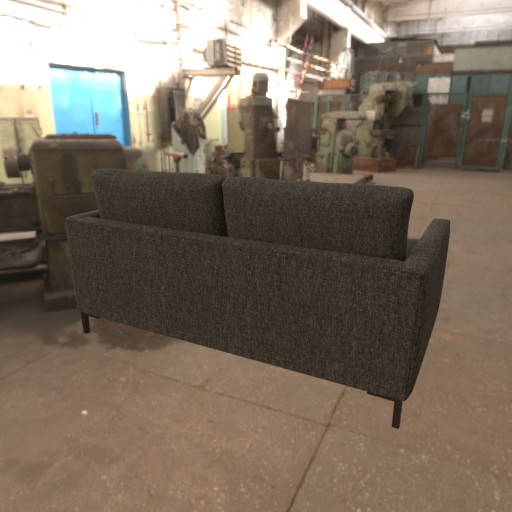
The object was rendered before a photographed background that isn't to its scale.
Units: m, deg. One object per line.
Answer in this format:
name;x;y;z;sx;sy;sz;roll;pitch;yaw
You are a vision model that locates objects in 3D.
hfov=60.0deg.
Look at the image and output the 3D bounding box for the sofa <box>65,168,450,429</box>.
sofa;0.000;0.000;2.216;1.716;0.862;0.866;9;19;26
